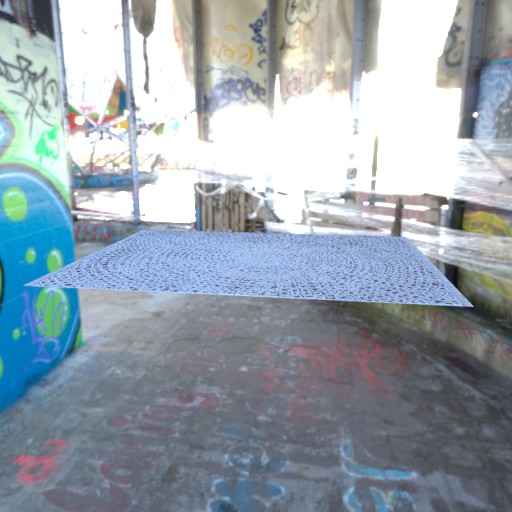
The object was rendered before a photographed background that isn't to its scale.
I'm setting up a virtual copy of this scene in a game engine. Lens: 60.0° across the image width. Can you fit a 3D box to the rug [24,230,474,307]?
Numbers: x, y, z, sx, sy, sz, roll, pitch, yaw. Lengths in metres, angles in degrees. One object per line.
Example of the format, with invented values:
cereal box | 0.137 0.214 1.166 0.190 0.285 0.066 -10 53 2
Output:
rug | 0.000 0.000 2.160 1.634 0.003 1.190 2 14 8
